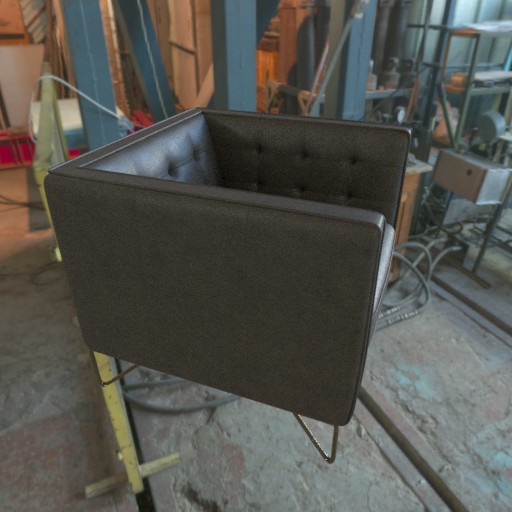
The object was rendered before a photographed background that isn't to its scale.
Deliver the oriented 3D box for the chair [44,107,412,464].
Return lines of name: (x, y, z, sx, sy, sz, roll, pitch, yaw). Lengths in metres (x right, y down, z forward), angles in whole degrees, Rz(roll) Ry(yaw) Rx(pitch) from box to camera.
chair: (0.000, 0.000, 1.544, 0.894, 0.790, 0.880, 11, 32, 18)
